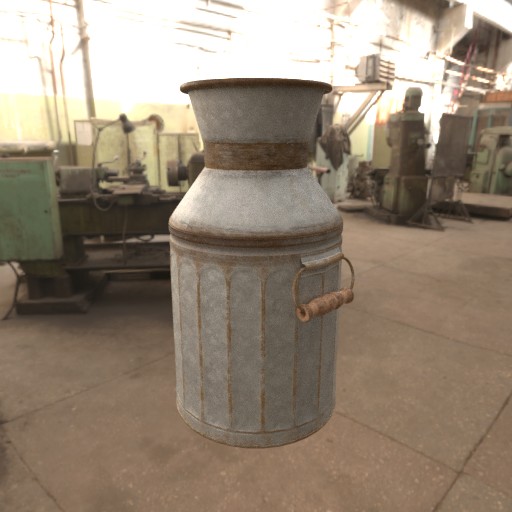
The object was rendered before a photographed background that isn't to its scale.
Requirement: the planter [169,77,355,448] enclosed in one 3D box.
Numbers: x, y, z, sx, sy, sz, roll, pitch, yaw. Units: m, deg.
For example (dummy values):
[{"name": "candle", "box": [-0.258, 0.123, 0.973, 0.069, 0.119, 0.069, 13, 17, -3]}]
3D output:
[{"name": "planter", "box": [0.000, 0.000, 0.551, 0.214, 0.396, 0.245, -15, 21, -42]}]
